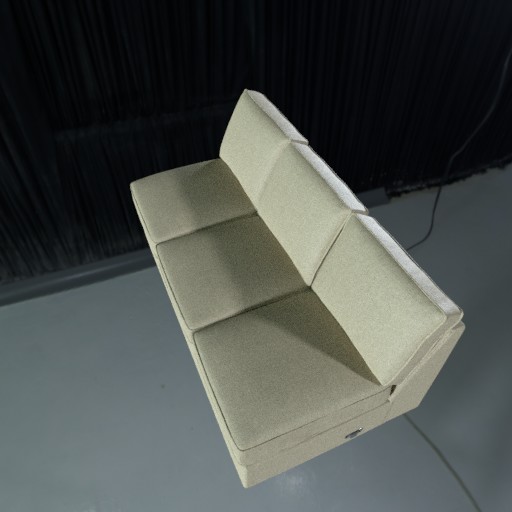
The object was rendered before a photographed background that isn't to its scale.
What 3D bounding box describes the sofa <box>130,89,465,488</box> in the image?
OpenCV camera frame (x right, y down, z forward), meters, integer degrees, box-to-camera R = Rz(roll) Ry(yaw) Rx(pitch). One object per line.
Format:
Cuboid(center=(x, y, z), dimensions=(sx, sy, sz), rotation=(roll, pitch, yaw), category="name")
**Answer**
Cuboid(center=(0.000, 0.000, 2.478), dimensions=(1.027, 0.973, 1.962), rotation=(-18, 49, -16), category="sofa")
